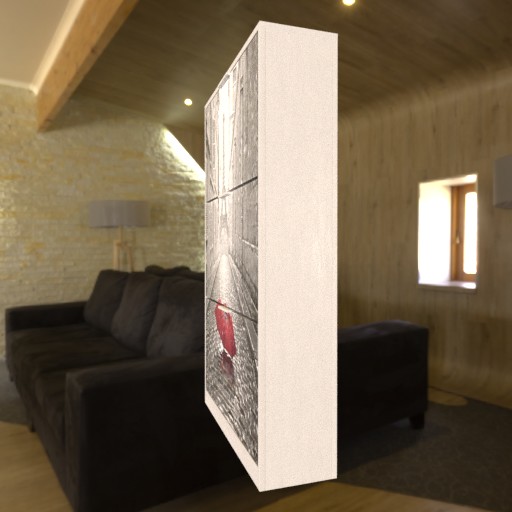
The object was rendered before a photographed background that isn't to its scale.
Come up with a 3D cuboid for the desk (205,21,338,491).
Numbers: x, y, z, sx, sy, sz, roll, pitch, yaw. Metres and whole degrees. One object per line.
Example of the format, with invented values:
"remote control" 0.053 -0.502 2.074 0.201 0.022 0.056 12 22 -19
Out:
"desk" 0.000 0.000 1.595 0.250 1.280 0.750 0 1 -18
